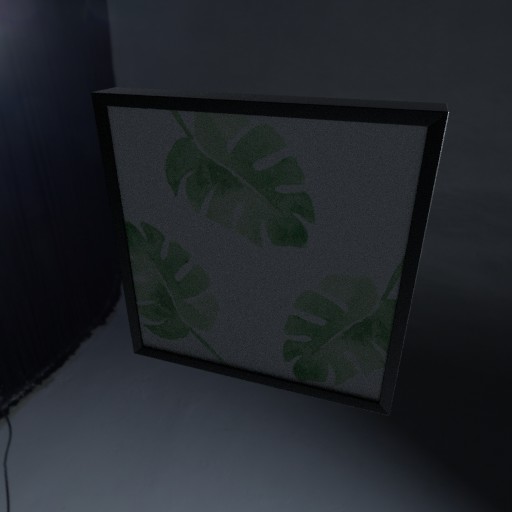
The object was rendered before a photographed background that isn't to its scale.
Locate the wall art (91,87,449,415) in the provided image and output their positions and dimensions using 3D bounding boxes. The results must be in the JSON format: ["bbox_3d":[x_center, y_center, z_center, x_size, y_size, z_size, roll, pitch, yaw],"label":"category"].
[{"bbox_3d":[0.000,0.000,0.447,0.304,0.304,0.038,9,29,16],"label":"wall art"}]
